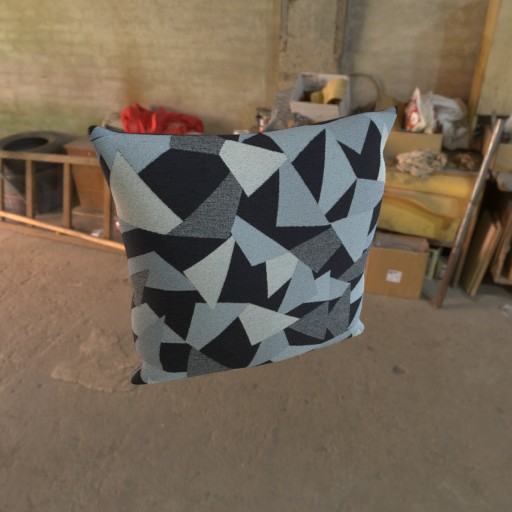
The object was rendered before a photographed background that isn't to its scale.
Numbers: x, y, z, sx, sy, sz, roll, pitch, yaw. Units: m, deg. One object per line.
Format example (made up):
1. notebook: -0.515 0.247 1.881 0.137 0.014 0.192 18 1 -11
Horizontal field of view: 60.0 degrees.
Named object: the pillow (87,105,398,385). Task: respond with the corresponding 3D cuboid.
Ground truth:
1. pillow: 0.000 0.000 0.787 0.503 0.496 0.208 -10 33 -15
